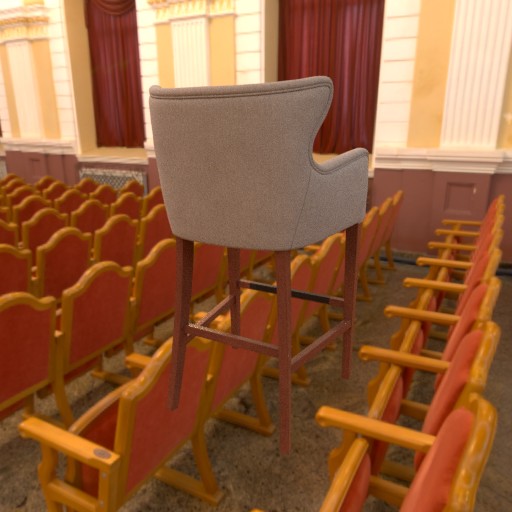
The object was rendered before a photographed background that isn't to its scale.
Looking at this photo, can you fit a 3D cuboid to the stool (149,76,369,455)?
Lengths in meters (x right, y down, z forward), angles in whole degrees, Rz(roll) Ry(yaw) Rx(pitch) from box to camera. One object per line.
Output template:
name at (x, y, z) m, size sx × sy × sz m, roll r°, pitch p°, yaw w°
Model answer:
stool at (0.000, 0.000, 1.450) m, size 0.575 × 1.047 × 0.575 m, roll 9°, pitch 19°, yaw 28°
